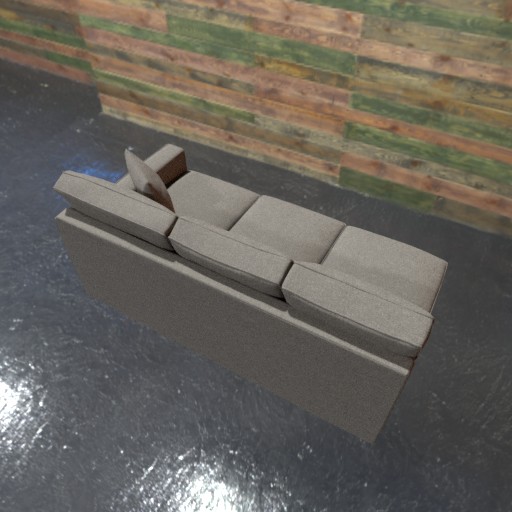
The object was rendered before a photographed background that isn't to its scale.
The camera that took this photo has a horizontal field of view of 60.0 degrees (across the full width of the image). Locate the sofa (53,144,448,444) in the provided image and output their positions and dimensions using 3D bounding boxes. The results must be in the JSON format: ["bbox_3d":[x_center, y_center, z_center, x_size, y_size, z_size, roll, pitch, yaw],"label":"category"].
[{"bbox_3d":[0.000,0.000,2.533,1.963,0.946,1.034,22,50,20],"label":"sofa"}]
